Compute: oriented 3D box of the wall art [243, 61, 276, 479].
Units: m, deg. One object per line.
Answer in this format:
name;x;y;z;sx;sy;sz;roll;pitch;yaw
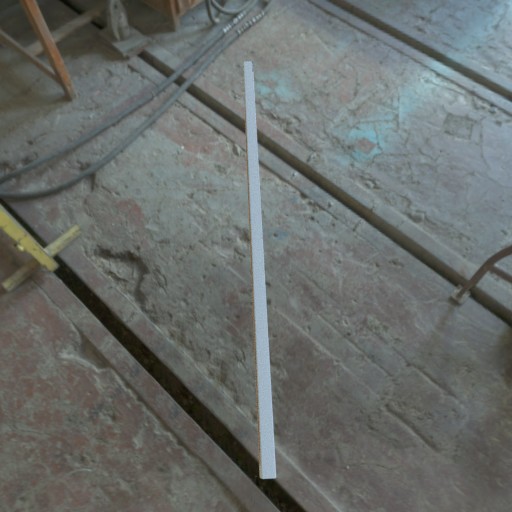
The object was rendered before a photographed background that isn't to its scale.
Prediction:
wall art;0.000;0.000;1.695;0.039;0.507;1.520;-2;64;-1
